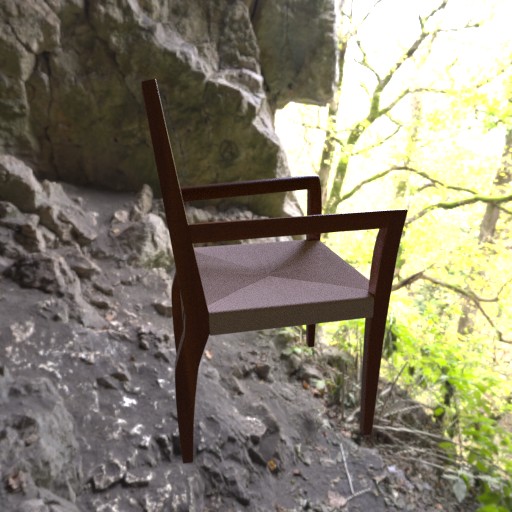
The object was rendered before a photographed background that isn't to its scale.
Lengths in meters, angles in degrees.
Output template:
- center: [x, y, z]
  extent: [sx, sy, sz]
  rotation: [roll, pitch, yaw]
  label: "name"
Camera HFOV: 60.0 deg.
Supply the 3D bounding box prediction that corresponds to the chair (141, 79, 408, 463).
- center: [0.000, 0.000, 1.212]
  extent: [0.540, 0.855, 0.587]
  rotation: [-3, 18, -11]
  label: "chair"
